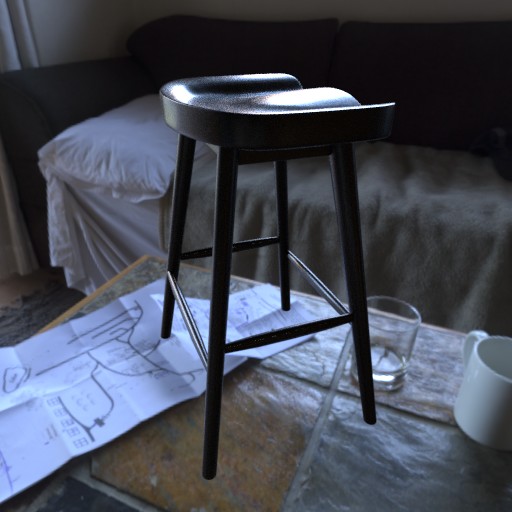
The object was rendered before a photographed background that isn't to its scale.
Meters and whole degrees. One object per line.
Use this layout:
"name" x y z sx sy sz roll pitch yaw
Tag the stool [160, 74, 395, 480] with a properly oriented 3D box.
"stool" 0.000 0.000 0.867 0.361 0.615 0.440 -10 30 -18
